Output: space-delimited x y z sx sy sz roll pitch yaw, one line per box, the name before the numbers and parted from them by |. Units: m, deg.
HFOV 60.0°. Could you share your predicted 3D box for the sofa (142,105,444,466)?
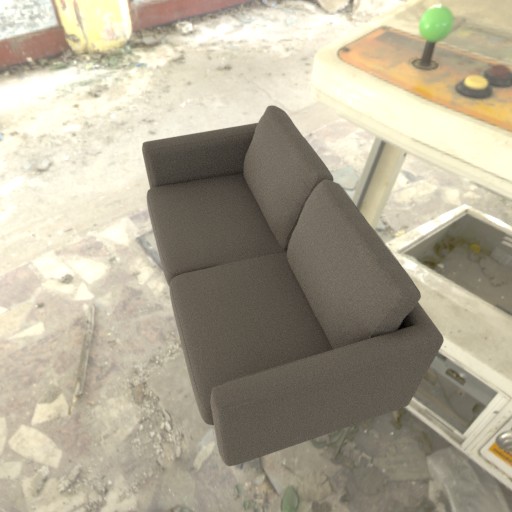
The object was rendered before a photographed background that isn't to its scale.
sofa | 0.000 0.000 2.276 0.940 0.866 1.713 -13 48 -13
